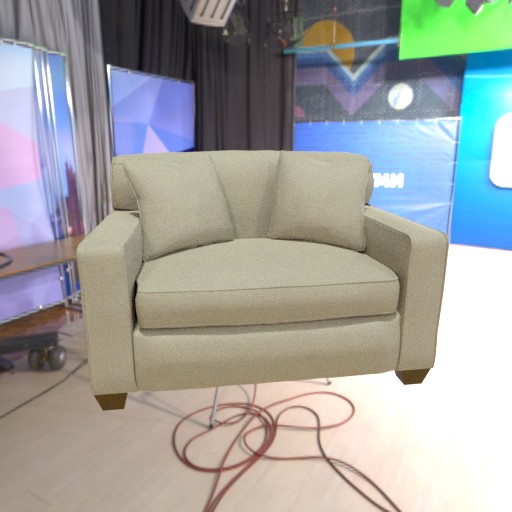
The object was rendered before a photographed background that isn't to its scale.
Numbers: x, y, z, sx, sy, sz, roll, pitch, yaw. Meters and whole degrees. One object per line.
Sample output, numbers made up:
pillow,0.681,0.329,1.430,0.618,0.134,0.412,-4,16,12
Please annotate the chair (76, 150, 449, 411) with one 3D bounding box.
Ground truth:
chair,0.000,0.000,2.070,1.383,0.948,1.000,-2,15,-8
